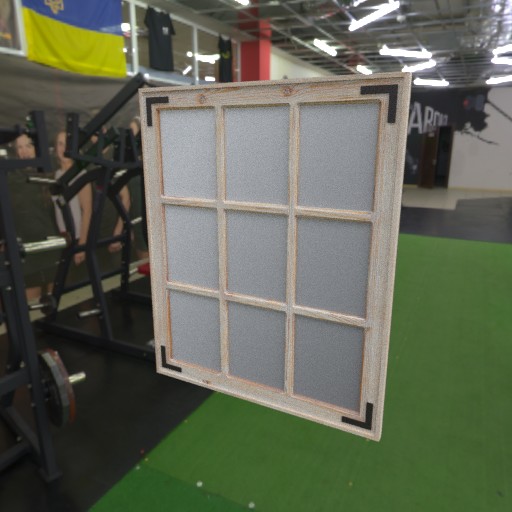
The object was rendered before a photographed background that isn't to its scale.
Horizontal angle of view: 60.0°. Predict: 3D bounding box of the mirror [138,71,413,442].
[{"bbox_3d":[0.000,0.000,1.199,0.730,0.882,0.032,8,17,27],"label":"mirror"}]
